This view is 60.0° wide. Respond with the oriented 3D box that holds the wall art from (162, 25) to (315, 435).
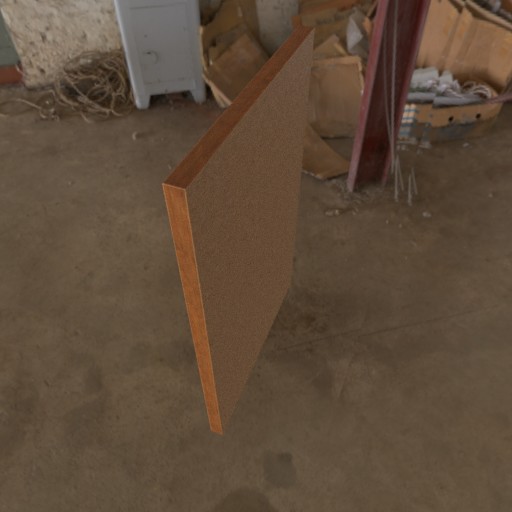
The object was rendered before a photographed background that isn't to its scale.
[{"bbox_3d":[0.000,0.000,1.144,0.037,0.914,0.610,17,50,15],"label":"wall art"}]
